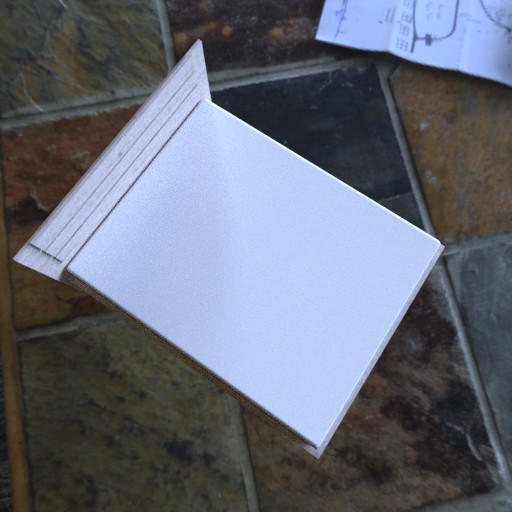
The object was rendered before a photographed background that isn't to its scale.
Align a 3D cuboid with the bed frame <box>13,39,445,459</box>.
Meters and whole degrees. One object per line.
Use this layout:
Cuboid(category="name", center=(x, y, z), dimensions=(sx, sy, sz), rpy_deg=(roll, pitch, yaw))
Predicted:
Cuboid(category="bed frame", center=(0.000, 0.000, 2.952), dimensions=(2.080, 0.970, 1.750), rpy_deg=(33, 78, 8))
